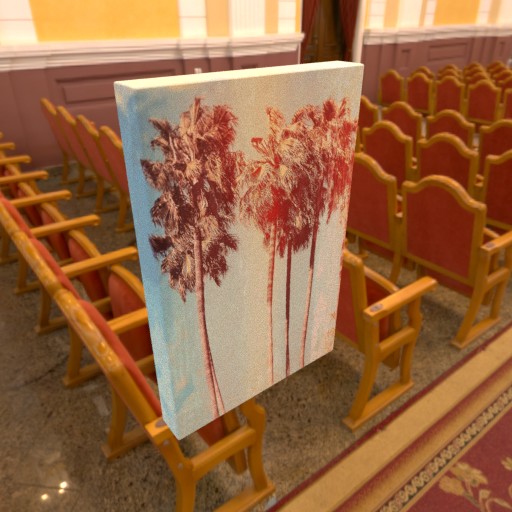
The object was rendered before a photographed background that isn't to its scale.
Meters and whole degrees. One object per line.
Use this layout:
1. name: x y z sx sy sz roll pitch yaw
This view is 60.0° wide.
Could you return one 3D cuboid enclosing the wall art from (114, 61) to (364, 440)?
1. wall art: 0.000 0.000 0.490 0.251 0.380 0.039 -21 35 -32
